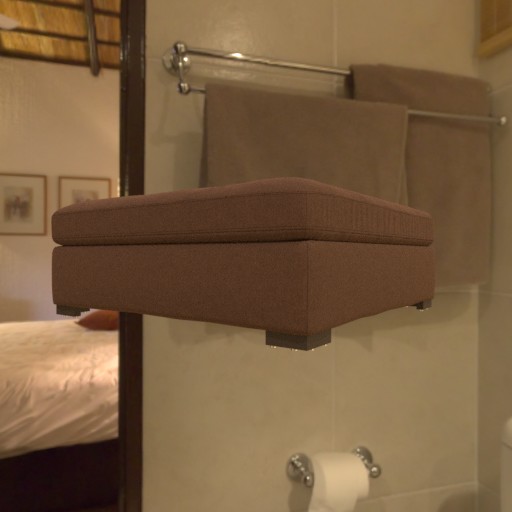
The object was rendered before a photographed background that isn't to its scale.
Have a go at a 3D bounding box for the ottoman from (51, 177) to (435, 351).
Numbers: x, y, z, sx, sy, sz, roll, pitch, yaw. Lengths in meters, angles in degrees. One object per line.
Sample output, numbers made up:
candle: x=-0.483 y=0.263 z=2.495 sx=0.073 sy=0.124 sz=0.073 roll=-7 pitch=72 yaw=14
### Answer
ottoman: x=0.000 y=0.000 z=1.864 sx=1.181 sy=0.470 sz=1.181 roll=0 pitch=0 yaw=36
